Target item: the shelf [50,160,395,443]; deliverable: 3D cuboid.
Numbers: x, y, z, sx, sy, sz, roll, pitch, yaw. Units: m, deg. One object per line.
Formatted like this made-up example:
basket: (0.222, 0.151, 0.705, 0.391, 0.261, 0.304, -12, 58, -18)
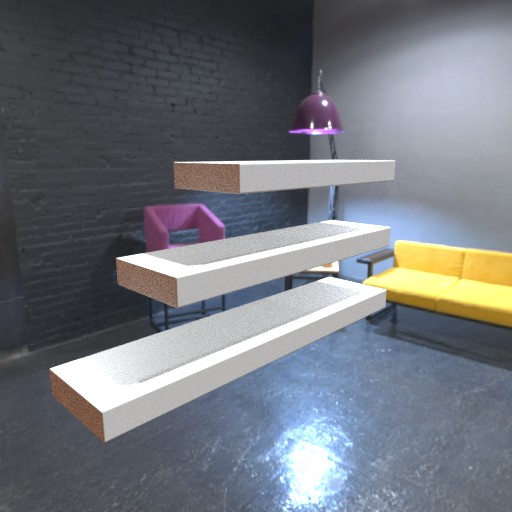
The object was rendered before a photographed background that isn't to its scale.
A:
shelf: (0.000, 0.000, 0.705, 0.140, 0.293, 0.610, 12, 18, 43)
